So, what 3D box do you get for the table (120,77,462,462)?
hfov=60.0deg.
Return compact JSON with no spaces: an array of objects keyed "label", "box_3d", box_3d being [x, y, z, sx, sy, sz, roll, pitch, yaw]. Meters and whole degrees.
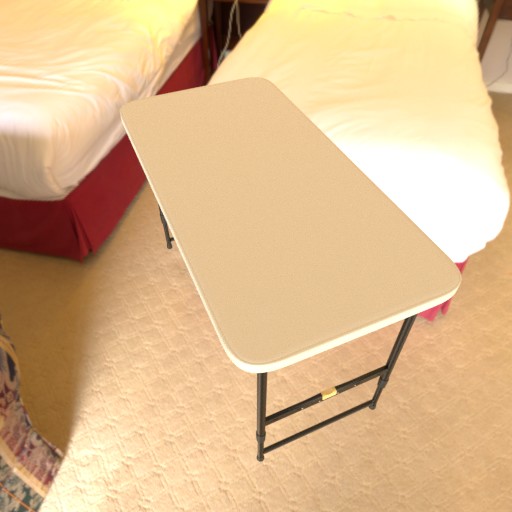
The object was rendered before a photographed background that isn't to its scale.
[{"label":"table","box_3d":[0.000,0.000,1.619,0.610,0.737,1.219,-18,49,-16]}]
